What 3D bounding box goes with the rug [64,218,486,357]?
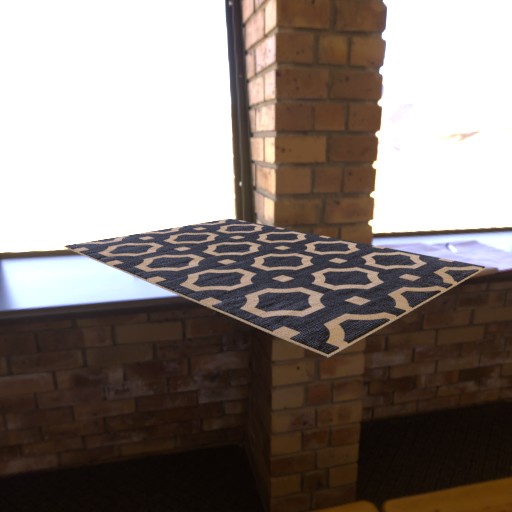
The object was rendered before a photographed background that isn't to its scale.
[{"bbox_3d":[0.000,0.000,2.861,1.555,0.016,2.286,-14,21,-43],"label":"rug"}]
